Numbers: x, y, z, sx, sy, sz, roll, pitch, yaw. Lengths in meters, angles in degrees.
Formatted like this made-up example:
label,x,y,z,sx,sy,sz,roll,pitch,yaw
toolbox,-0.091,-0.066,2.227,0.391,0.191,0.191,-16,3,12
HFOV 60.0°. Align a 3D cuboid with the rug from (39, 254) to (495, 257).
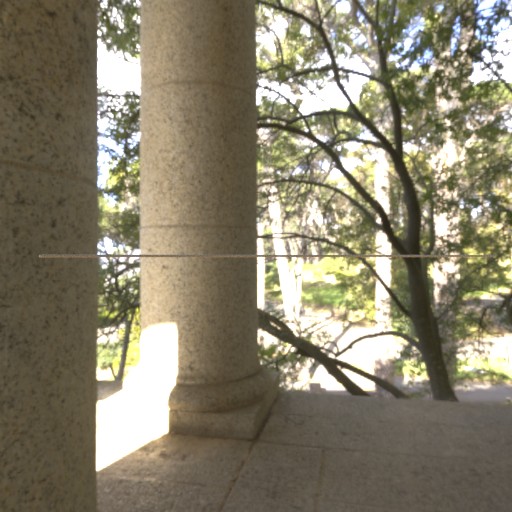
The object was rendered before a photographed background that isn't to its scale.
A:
label,x,y,z,sx,sy,sz,roll,pitch,yaw
rug,0.000,0.000,2.818,2.286,0.011,1.524,0,0,-18
